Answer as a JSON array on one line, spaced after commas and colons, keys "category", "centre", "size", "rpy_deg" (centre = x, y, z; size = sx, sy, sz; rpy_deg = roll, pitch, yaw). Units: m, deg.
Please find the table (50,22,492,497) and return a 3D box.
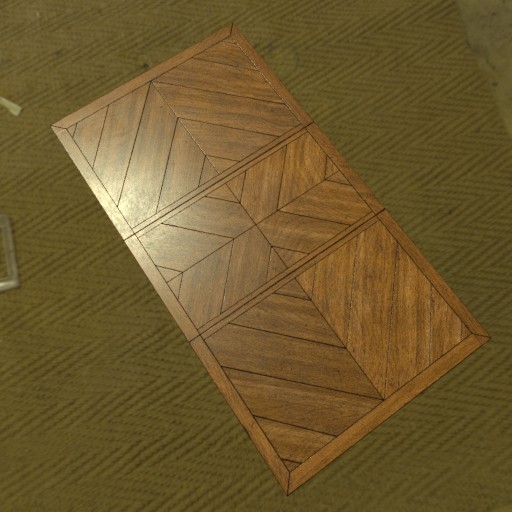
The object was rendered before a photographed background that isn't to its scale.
[{"category": "table", "centre": [0.000, 0.000, 1.793], "size": [0.757, 0.760, 1.400], "rpy_deg": [-34, 77, -9]}]
